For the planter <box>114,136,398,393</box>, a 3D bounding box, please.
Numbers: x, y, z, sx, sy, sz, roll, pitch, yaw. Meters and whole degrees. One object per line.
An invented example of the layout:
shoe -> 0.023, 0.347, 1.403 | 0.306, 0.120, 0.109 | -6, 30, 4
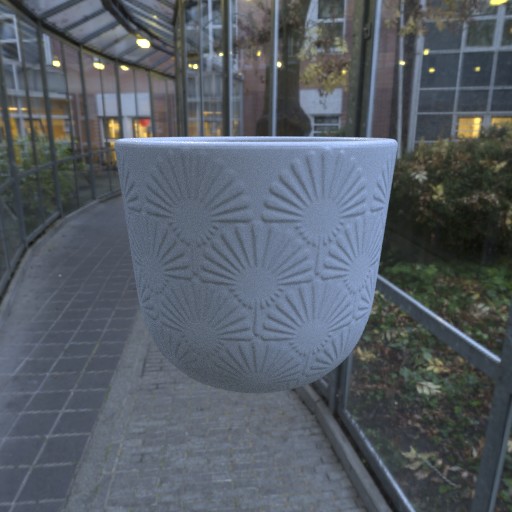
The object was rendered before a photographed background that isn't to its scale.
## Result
planter -> 0.000, 0.000, 0.297 | 0.170, 0.152, 0.170 | 0, 16, 0
